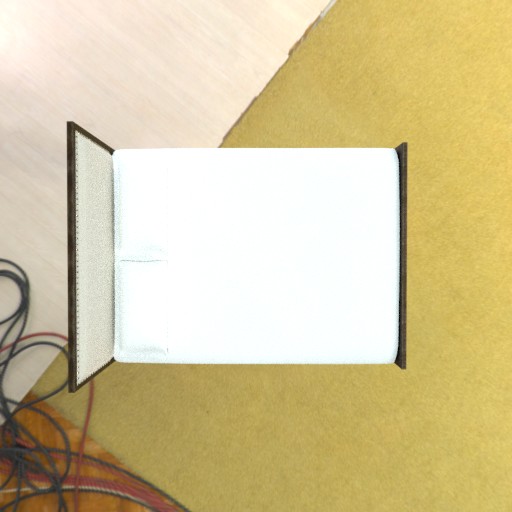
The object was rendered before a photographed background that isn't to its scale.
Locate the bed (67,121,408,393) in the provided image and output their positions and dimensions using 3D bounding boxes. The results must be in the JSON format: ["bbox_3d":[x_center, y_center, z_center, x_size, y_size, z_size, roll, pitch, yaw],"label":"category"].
[{"bbox_3d":[0.000,0.000,3.268,2.221,1.313,1.607,0,91,0],"label":"bed"}]
